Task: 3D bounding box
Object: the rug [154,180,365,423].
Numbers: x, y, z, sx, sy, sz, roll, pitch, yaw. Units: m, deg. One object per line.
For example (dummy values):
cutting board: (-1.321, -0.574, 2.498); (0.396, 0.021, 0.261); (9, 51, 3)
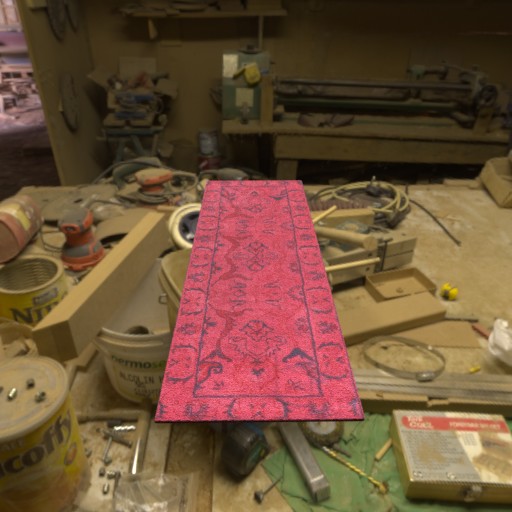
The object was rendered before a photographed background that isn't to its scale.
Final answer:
rug: (0.000, 0.000, 2.741); (0.813, 0.018, 2.439); (0, 31, -1)
